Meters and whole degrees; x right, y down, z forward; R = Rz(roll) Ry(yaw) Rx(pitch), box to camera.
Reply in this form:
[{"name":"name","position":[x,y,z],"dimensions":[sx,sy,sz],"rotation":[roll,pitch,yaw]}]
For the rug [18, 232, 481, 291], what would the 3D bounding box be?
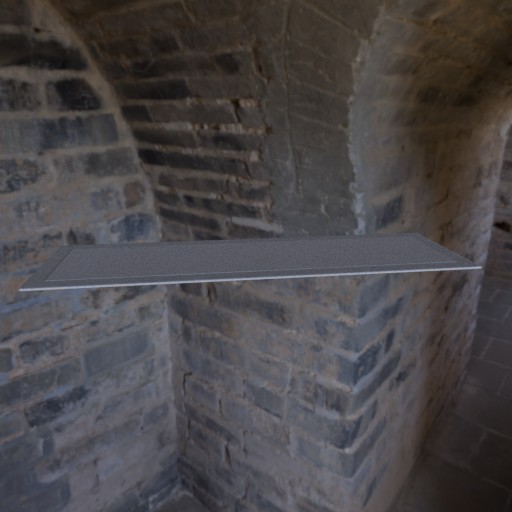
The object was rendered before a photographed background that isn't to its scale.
[{"name":"rug","position":[0.000,0.000,2.657],"dimensions":[2.430,0.012,0.759],"rotation":[-2,18,-8]}]
